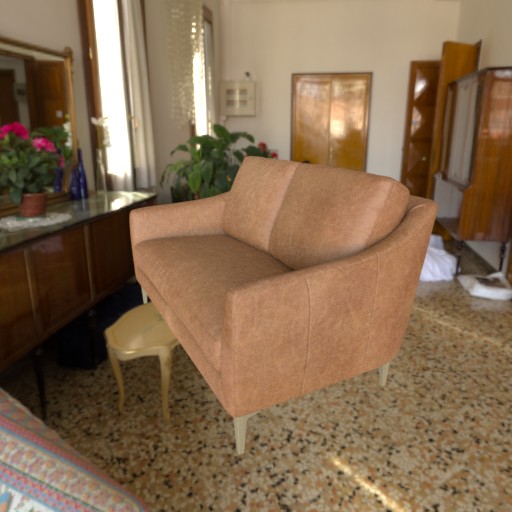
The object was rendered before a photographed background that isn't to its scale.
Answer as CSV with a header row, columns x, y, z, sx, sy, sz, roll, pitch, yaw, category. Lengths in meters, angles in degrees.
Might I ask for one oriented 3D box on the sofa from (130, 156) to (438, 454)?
x,y,z,sx,sy,sz,roll,pitch,yaw,category
0.000,0.000,2.210,0.960,0.902,1.619,-8,18,-25,sofa
